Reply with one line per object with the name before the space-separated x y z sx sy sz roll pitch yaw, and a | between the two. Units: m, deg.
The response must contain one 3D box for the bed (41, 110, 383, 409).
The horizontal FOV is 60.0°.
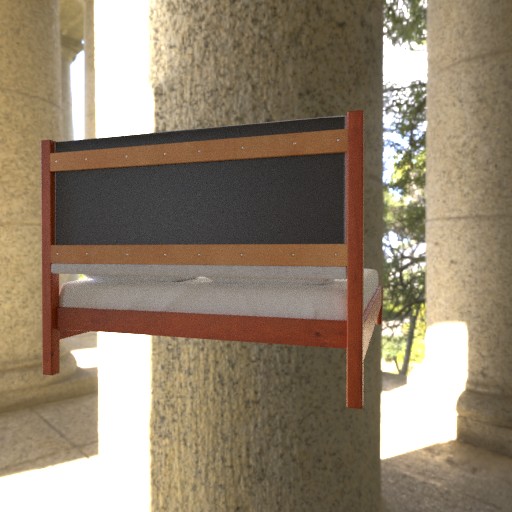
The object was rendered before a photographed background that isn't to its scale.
bed | 0.000 0.000 2.965 1.566 1.165 2.117 0 1 18
